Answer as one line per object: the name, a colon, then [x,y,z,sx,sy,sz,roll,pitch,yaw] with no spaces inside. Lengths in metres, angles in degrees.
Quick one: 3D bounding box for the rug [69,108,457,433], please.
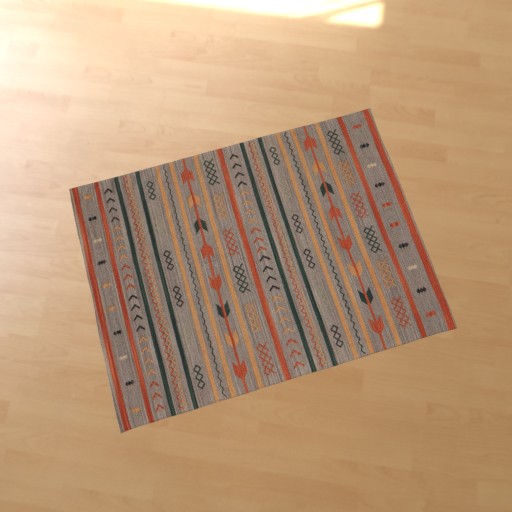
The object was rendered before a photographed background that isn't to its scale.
rug: [0.000,0.000,4.036,3.029,0.022,2.263,-16,77,-4]
